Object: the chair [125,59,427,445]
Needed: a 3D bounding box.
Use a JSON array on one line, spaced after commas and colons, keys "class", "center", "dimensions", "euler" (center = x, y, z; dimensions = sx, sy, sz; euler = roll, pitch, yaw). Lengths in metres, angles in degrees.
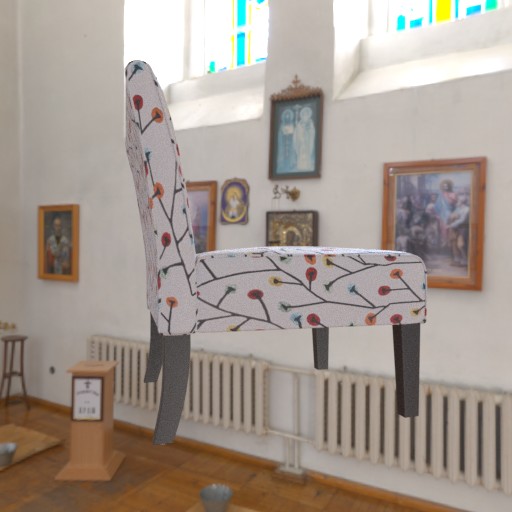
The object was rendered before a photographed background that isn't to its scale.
[{"class": "chair", "center": [0.000, 0.000, 1.283], "dimensions": [0.732, 0.813, 0.597], "euler": [0, -1, -16]}]
